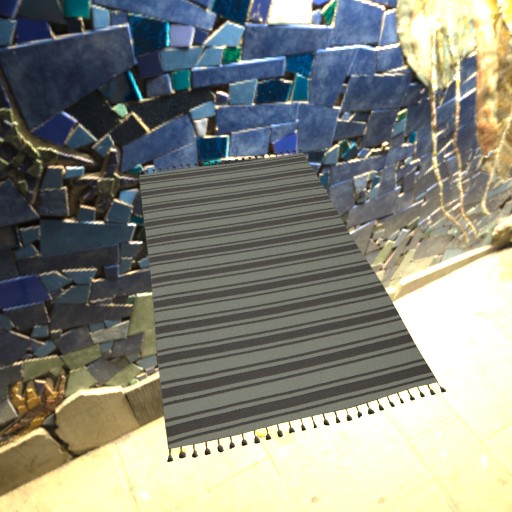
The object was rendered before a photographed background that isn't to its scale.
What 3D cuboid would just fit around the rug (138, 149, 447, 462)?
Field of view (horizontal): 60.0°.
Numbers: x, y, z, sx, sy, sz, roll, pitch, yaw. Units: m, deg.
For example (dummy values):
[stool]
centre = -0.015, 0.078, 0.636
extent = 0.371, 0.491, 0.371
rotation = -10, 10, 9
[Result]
[rug]
centre = 0.000, 0.000, 2.556
extent = 1.229, 0.011, 2.096
rotation = -10, 46, -10
